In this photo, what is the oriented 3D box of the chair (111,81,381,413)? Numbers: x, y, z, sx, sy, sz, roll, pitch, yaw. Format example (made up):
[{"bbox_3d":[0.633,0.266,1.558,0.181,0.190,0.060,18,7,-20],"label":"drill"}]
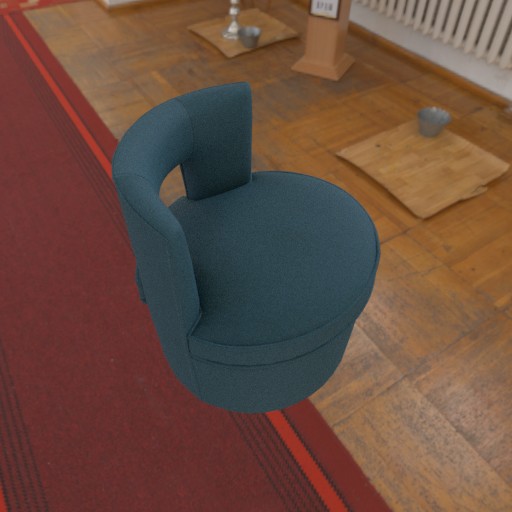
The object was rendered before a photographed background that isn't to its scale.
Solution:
[{"bbox_3d":[0.000,0.000,1.245,0.660,0.711,0.684,9,47,9],"label":"chair"}]
